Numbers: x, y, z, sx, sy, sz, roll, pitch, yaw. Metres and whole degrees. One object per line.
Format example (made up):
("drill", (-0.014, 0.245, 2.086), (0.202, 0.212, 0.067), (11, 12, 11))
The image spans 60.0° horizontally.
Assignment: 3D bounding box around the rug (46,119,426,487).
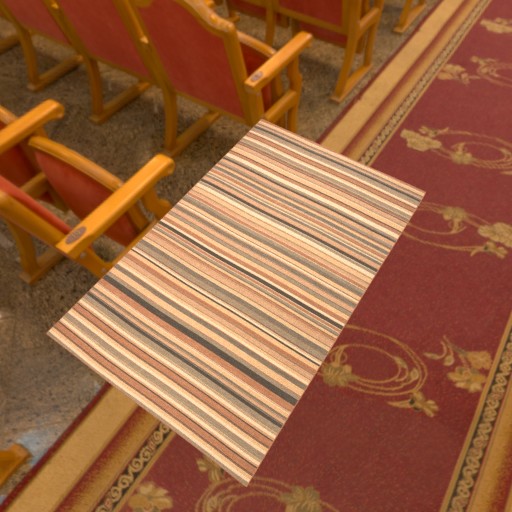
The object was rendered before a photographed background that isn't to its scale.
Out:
("rug", (0.000, 0.000, 3.087), (1.523, 0.014, 2.438), (29, 61, 18))
